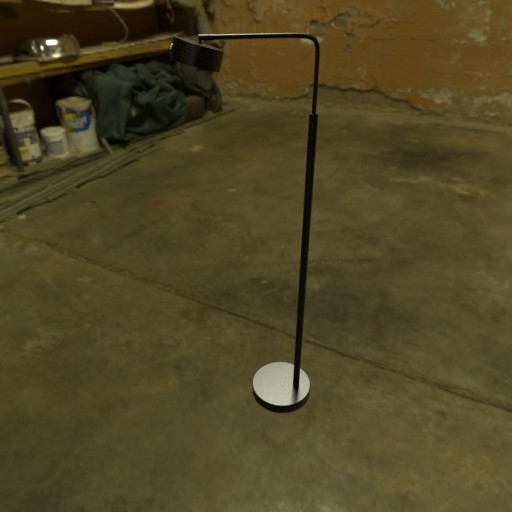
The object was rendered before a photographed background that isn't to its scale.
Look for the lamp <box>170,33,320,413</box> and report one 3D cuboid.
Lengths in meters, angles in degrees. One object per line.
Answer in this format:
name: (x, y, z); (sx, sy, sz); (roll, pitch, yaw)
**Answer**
lamp: (0.000, 0.000, 1.361); (0.418, 1.230, 0.219); (-8, 32, -13)
